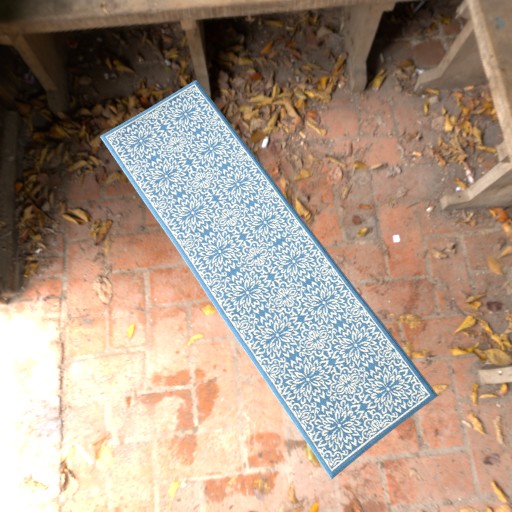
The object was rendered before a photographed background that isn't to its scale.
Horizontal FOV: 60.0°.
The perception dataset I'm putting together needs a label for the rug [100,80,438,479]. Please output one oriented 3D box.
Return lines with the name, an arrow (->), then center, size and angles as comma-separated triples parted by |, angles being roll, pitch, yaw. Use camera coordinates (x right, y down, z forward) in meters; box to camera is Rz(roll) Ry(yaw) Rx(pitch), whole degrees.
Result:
rug -> 0.000, 0.000, 2.370 | 0.662, 0.011, 2.196 | -34, 78, -8
